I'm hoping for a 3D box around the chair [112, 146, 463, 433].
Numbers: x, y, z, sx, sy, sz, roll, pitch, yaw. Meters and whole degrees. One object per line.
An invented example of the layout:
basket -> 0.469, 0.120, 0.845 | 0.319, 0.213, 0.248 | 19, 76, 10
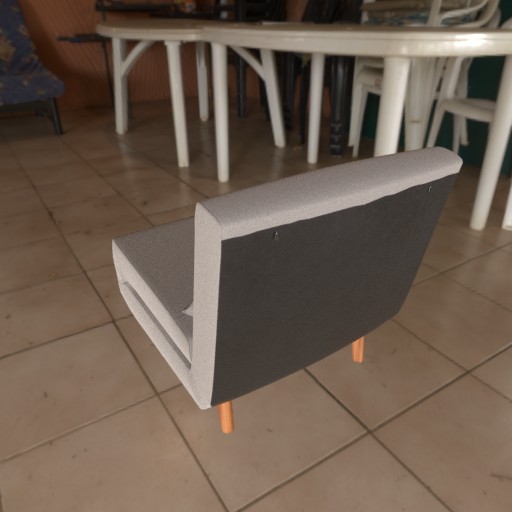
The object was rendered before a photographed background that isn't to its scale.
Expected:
chair -> 0.000, 0.000, 1.503 | 0.770, 0.808, 0.902 | -18, 33, -29
